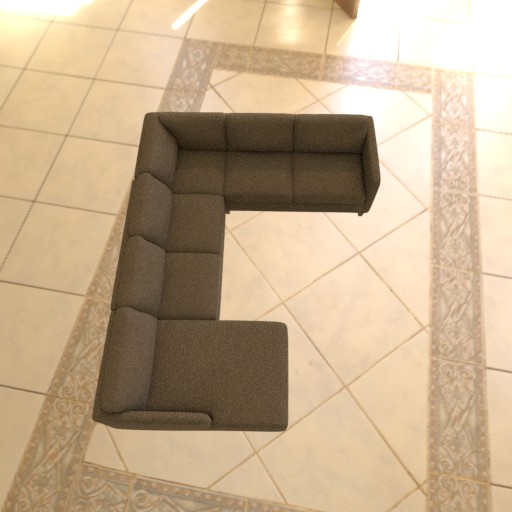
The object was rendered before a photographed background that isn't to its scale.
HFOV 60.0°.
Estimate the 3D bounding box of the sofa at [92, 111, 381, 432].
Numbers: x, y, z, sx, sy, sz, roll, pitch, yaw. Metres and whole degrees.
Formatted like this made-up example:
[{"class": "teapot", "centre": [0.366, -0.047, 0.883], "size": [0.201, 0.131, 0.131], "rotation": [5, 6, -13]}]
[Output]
[{"class": "sofa", "centre": [0.000, 0.000, 4.399], "size": [2.551, 0.853, 3.238], "rotation": [1, 64, 0]}]
